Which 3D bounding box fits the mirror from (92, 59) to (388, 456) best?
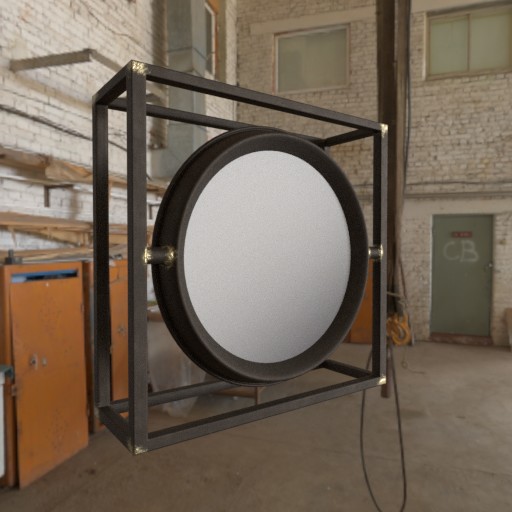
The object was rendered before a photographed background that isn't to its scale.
[{"bbox_3d":[0.000,0.000,0.469,0.306,0.303,0.107,-1,2,-36],"label":"mirror"}]
